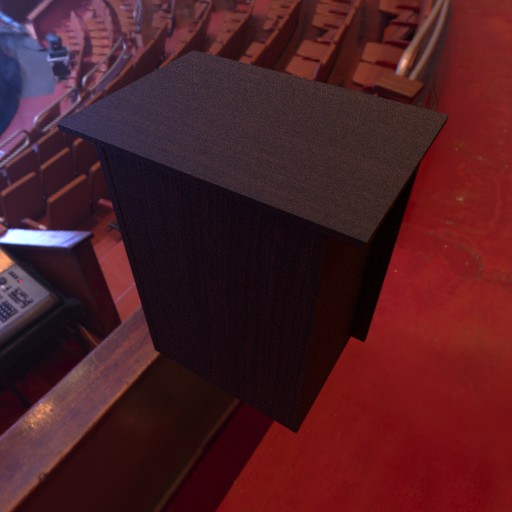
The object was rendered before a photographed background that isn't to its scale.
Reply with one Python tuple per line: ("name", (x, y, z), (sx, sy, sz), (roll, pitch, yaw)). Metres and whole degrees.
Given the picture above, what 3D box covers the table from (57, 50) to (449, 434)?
("table", (0.000, 0.000, 1.060), (0.591, 0.711, 0.406), (24, 50, 22))
